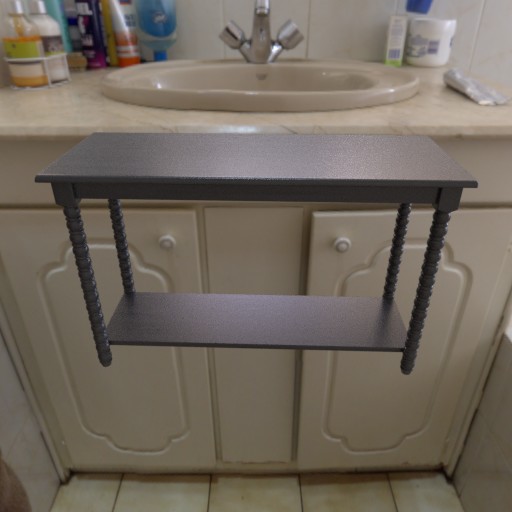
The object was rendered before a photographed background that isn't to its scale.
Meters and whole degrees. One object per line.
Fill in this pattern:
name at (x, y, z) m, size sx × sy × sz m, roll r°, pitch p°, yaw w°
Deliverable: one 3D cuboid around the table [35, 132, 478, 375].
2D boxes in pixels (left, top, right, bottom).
table at (0.000, 0.000, 1.549) m, size 1.184 × 0.735 × 0.459 m, roll 1°, pitch 30°, yaw 2°
